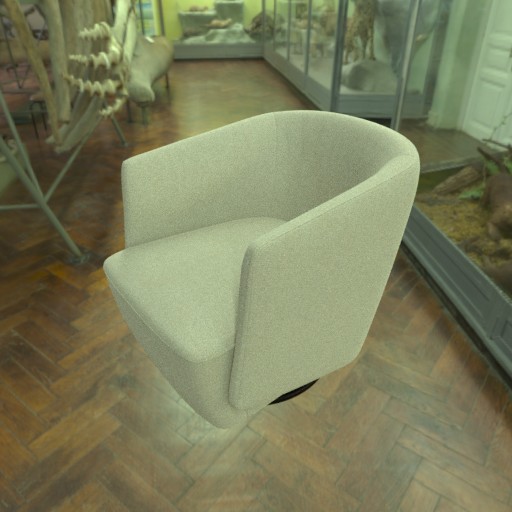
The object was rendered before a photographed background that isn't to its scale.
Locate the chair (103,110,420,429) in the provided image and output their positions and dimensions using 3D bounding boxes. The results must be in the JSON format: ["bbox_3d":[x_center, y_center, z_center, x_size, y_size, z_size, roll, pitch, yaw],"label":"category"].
[{"bbox_3d":[0.000,0.000,1.626,0.986,0.861,0.822,-22,38,-31],"label":"chair"}]
